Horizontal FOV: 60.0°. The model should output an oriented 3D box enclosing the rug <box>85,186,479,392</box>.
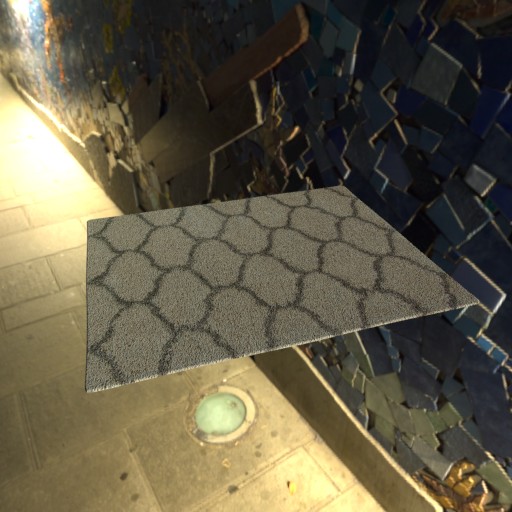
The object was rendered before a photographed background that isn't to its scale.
[{"bbox_3d":[0.000,0.000,4.110,3.000,0.026,2.399,-10,34,-15],"label":"rug"}]
